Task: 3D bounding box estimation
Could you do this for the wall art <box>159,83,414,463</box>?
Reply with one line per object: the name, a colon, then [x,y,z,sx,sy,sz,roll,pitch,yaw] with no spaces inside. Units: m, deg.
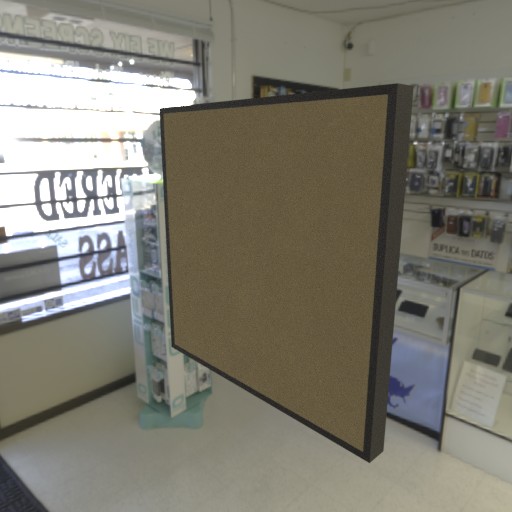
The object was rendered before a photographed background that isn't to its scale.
wall art: [0.000,0.000,0.759,0.037,0.507,0.509,-13,19,-42]
